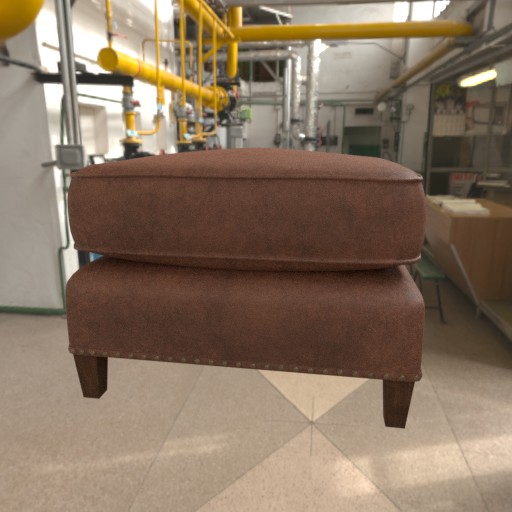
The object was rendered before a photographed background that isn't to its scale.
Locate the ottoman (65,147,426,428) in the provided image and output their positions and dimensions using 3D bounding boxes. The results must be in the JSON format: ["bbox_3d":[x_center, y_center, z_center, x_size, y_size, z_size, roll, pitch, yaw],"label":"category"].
[{"bbox_3d":[0.000,0.000,1.129,0.738,0.537,0.589,2,15,9],"label":"ottoman"}]
